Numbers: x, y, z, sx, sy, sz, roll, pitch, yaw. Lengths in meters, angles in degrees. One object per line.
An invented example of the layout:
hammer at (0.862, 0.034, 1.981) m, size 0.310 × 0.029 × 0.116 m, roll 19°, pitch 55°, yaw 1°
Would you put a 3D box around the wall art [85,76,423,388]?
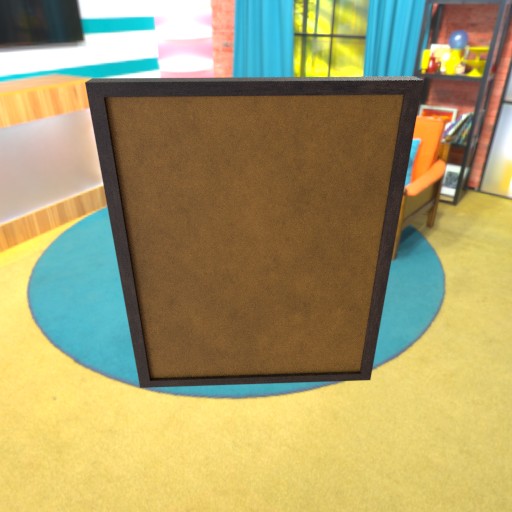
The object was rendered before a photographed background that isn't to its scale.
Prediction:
wall art at (0.000, 0.000, 0.542) m, size 0.329 × 0.406 × 0.027 m, roll -1°, pitch 30°, yaw -2°
